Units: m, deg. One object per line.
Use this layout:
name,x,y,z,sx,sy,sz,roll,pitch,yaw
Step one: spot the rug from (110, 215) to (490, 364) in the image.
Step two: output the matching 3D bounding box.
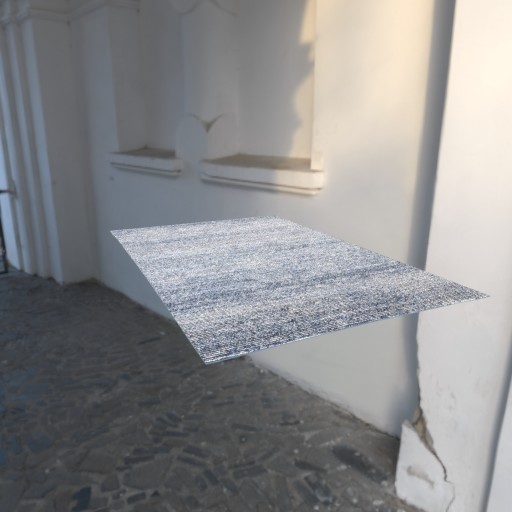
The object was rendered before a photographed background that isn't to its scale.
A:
rug,0.000,0.000,2.176,1.135,0.010,1.740,-8,18,-24
